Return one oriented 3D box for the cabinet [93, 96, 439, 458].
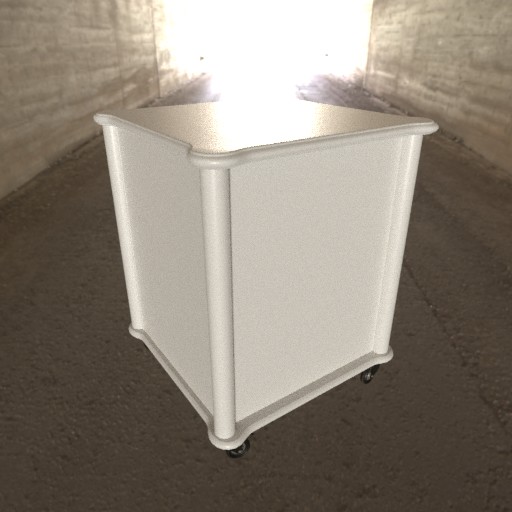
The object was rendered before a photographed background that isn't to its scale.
[{"bbox_3d":[0.000,0.000,1.245,0.627,0.761,0.628,-17,31,-31],"label":"cabinet"}]
